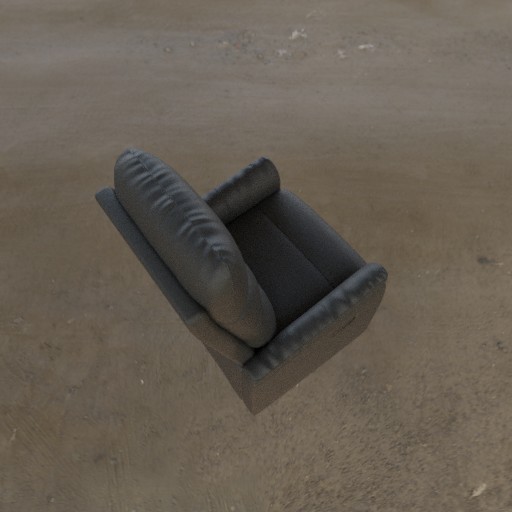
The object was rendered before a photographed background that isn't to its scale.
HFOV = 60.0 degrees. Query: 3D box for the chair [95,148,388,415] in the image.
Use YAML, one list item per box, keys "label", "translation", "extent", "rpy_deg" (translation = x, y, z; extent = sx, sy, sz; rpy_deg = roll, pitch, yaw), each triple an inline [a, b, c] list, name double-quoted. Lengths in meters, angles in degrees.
- label: "chair"
  translation: [0.000, 0.000, 1.693]
  extent: [0.831, 1.082, 0.775]
  rpy_deg: [-32, 63, -19]
